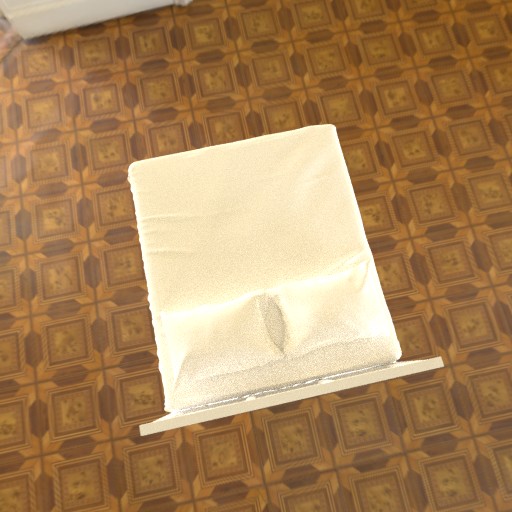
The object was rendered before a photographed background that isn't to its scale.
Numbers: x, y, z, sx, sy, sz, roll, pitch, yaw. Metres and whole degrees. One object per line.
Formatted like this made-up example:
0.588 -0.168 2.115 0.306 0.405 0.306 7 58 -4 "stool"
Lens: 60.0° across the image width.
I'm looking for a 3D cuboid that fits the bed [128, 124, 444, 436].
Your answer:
0.000 0.000 3.199 1.876 1.269 2.047 -12 76 -3 "bed"
